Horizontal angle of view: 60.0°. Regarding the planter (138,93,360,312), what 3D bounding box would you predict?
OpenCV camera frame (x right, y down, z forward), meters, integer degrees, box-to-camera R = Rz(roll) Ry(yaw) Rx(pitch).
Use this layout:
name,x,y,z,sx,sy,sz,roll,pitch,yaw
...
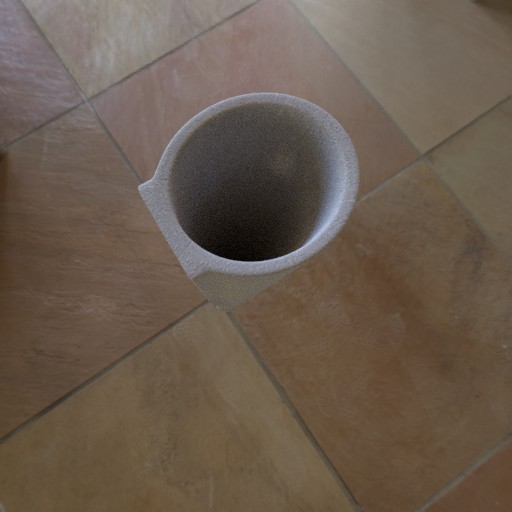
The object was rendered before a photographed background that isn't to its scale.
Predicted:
name,x,y,z,sx,sy,sz,roll,pitch,yaw
planter,0.000,0.000,0.304,0.087,0.259,0.078,-31,78,-7
